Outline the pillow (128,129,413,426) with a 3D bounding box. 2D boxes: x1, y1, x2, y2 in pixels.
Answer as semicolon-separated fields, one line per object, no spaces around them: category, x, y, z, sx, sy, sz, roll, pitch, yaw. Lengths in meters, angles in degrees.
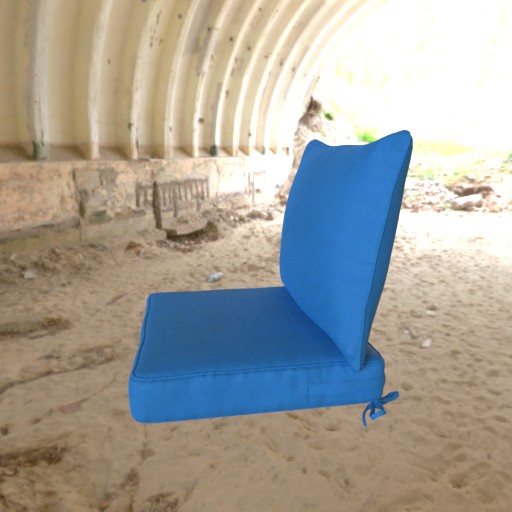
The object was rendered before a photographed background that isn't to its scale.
pillow;0.000;0.000;1.370;0.733;0.725;0.798;-2;13;-9
